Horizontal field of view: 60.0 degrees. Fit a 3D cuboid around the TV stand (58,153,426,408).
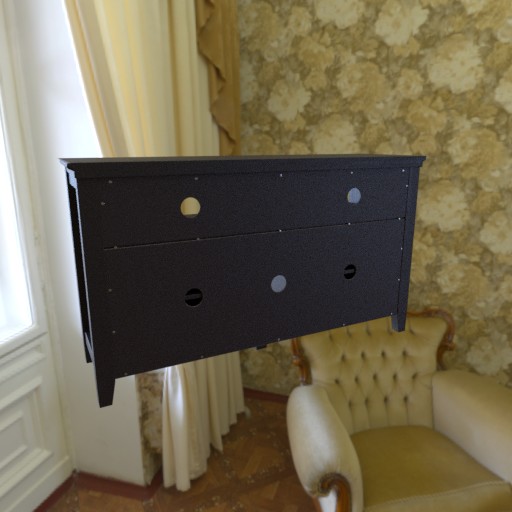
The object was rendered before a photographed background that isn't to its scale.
[{"bbox_3d":[0.000,0.000,1.561,1.198,0.681,0.347,-7,16,-26],"label":"TV stand"}]
